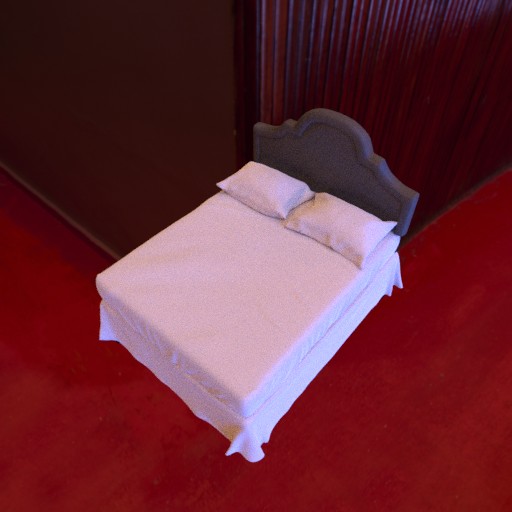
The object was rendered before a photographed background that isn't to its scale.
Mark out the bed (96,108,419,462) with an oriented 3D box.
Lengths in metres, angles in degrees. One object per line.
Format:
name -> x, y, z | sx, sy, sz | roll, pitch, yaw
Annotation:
bed -> 0.000, 0.000, 3.466 | 1.780, 1.634, 2.222 | 32, 54, 26
